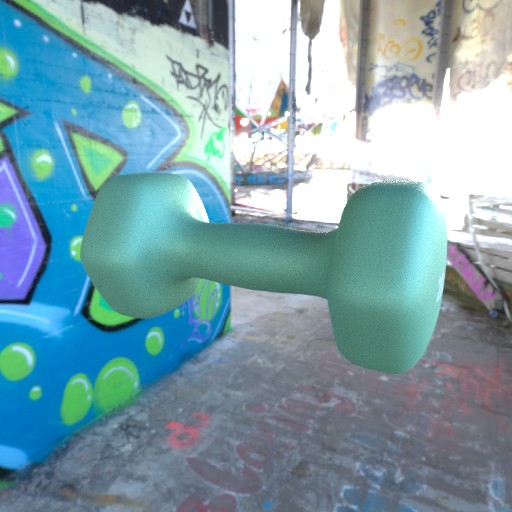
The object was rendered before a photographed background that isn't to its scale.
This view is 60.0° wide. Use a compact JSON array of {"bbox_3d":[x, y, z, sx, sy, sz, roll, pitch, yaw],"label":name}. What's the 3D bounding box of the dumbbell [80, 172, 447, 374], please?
[{"bbox_3d":[0.000,0.000,0.331,0.260,0.117,0.129,7,15,27],"label":"dumbbell"}]
